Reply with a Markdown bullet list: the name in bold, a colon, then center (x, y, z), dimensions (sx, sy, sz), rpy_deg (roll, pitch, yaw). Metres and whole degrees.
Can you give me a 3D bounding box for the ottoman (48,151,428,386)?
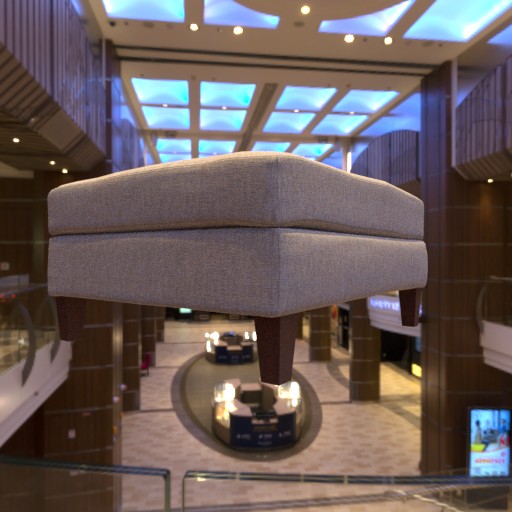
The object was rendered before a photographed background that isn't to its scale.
- **ottoman**: center (0.000, 0.000, 1.432), dimensions (0.836, 0.492, 0.976), rpy_deg (0, 0, 36)
